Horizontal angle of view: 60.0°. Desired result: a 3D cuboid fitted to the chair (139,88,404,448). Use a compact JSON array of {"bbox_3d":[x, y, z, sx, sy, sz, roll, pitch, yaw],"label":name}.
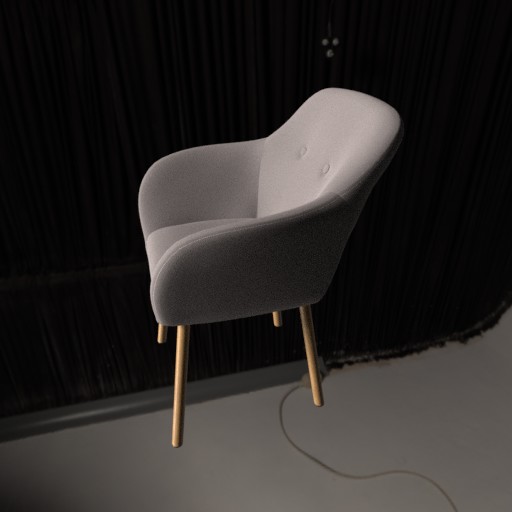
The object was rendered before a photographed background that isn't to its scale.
[{"bbox_3d":[0.000,0.000,1.228,0.590,0.830,0.570,-8,30,-14],"label":"chair"}]
